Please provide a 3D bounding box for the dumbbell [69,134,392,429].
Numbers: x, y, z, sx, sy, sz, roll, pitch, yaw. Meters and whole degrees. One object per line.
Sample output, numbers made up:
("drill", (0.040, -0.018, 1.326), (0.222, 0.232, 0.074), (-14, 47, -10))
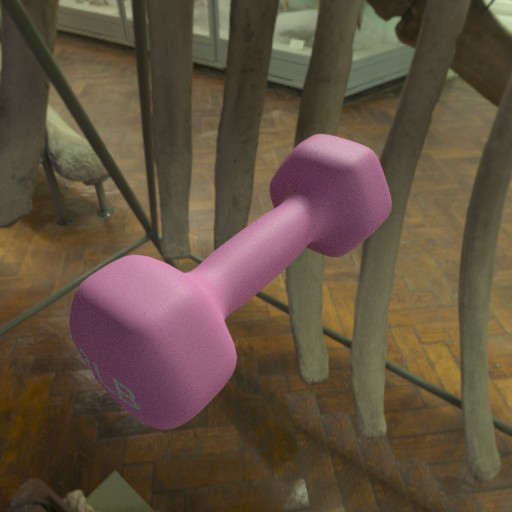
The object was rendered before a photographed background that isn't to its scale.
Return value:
("dumbbell", (0.000, 0.000, 0.192), (0.064, 0.058, 0.159), (27, 47, 29))
